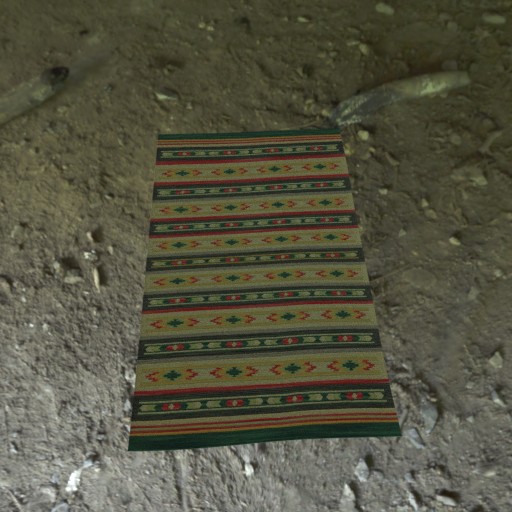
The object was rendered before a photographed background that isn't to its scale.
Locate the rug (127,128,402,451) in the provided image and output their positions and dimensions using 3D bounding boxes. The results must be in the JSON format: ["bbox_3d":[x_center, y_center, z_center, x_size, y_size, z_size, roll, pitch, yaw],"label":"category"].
[{"bbox_3d":[0.000,0.000,3.075,1.520,0.011,2.447,-2,59,-1],"label":"rug"}]
